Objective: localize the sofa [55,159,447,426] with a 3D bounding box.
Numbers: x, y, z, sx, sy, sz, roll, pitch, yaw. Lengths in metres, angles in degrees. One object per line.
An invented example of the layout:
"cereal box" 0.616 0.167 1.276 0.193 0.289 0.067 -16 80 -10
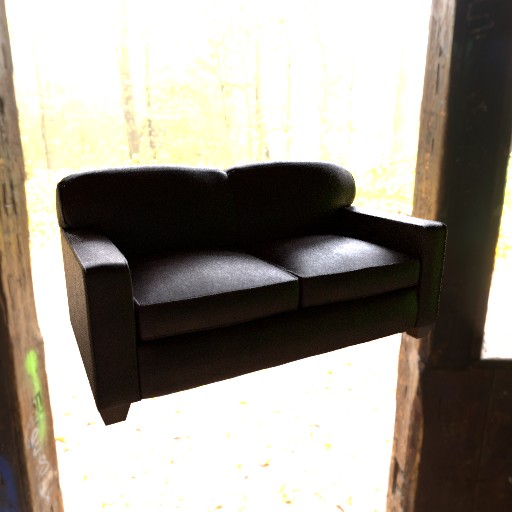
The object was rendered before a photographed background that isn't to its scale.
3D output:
"sofa" 0.000 0.000 2.374 1.856 0.966 1.000 -8 16 -27
